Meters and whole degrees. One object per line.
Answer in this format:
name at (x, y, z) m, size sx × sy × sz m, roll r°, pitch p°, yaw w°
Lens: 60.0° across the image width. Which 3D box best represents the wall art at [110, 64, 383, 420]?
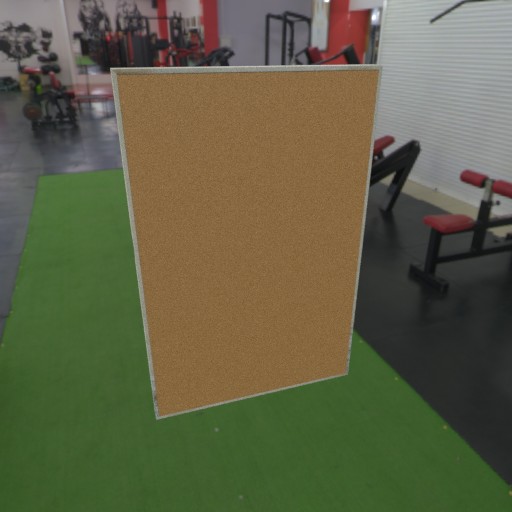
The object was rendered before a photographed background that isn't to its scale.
wall art at (0.000, 0.000, 0.971) m, size 0.508 × 0.764 × 0.038 m, roll -8°, pitch 27°, yaw -16°
